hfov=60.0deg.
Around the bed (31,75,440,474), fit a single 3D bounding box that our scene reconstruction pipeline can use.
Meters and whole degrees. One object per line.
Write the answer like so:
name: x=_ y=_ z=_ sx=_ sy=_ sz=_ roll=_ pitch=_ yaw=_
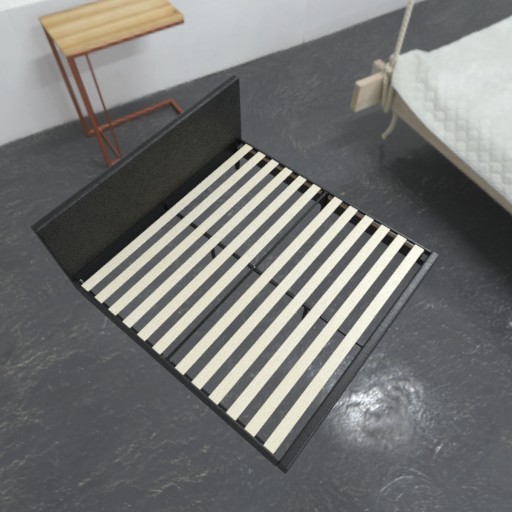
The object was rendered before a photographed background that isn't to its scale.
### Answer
bed: x=0.000 y=0.000 z=3.363 sx=2.152 sy=1.046 sz=2.018 roll=35 pitch=64 yaw=20
